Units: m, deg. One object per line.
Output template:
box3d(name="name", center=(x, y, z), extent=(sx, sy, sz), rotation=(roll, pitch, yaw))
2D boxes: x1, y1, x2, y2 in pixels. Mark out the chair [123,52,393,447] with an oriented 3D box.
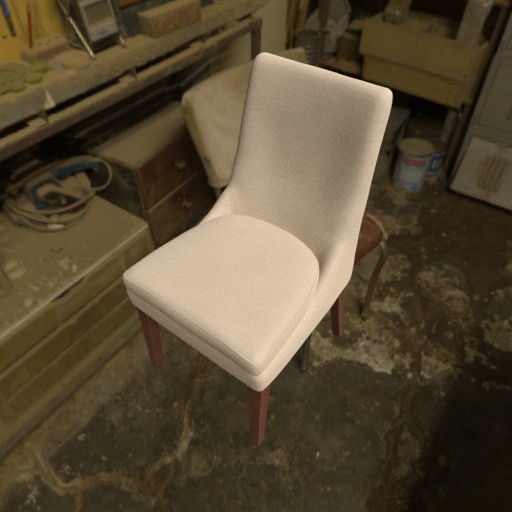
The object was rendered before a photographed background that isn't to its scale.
box3d(name="chair", center=(0.000, 0.000, 1.337), extent=(0.515, 0.940, 0.638), rotation=(29, 52, 25))
